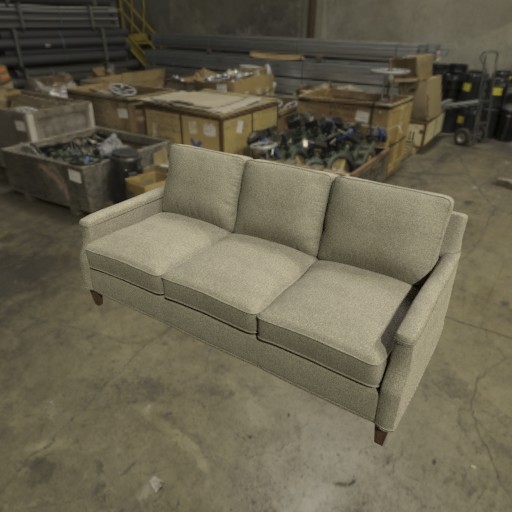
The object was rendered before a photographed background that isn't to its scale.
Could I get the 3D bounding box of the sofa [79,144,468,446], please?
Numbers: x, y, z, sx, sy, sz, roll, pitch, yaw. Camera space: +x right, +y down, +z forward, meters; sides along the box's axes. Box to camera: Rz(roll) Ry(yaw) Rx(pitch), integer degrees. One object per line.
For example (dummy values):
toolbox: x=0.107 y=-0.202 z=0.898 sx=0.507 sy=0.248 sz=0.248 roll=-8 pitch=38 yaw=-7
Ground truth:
sofa: x=0.000 y=0.000 z=2.797 sx=2.246 sy=1.003 sz=1.084 roll=18 pitch=33 yaw=29
